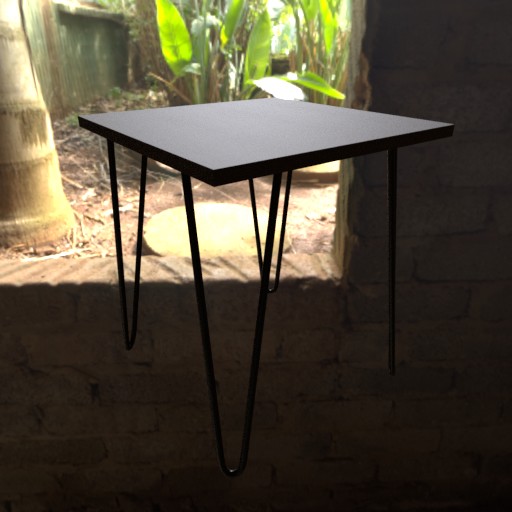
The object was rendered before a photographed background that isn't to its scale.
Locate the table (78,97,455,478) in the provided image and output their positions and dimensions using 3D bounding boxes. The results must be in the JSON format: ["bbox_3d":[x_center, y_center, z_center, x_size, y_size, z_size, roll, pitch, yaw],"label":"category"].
[{"bbox_3d":[0.000,0.000,0.940,0.495,0.559,0.495,-18,32,-33],"label":"table"}]
